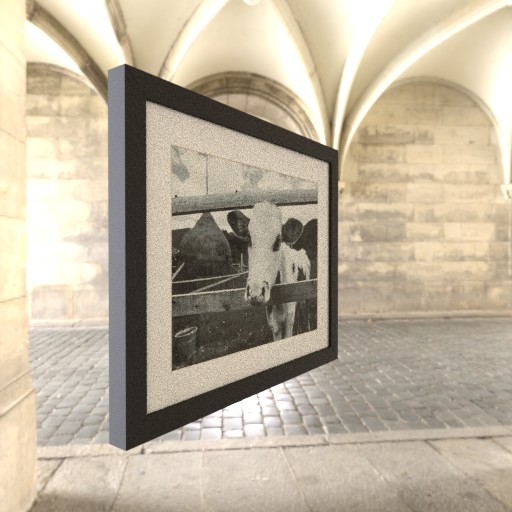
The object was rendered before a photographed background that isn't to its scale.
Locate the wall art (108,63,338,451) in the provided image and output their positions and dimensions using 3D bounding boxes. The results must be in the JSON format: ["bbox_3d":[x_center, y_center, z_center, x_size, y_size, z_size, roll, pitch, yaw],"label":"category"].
[{"bbox_3d":[0.000,0.000,0.545,0.024,0.329,0.404,0,1,37],"label":"wall art"}]
